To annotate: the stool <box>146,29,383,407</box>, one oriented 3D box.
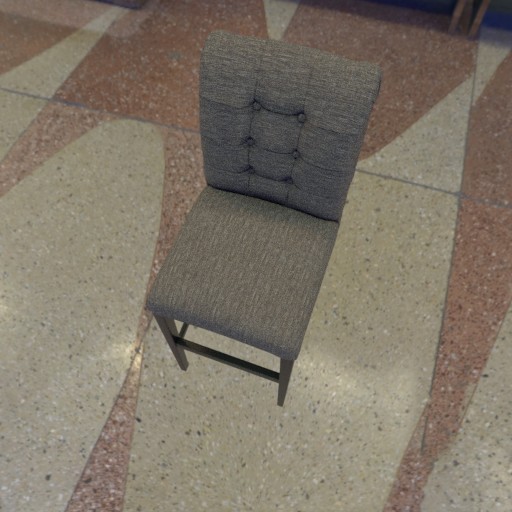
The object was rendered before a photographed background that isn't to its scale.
[{"bbox_3d":[0.000,0.000,1.414,0.452,1.131,0.613,17,61,10],"label":"stool"}]
